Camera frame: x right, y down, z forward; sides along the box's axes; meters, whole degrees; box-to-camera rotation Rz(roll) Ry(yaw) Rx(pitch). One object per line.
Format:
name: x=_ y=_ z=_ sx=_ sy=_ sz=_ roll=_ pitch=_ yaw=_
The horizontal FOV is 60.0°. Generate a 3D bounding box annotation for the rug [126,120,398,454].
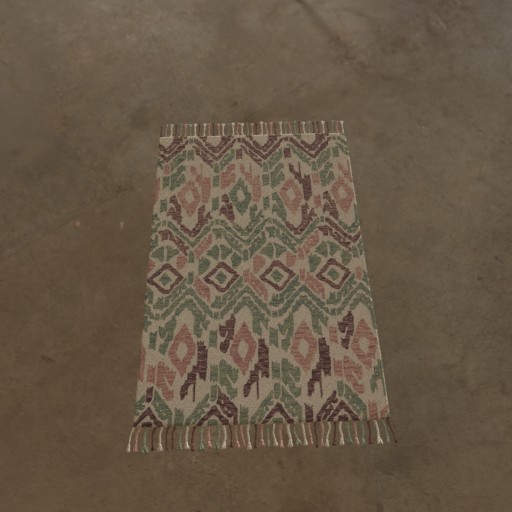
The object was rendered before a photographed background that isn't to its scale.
rug: x=0.000 y=0.000 z=3.033 sx=1.524 sy=0.011 sz=2.438 roll=-2 pitch=63 yaw=-1
